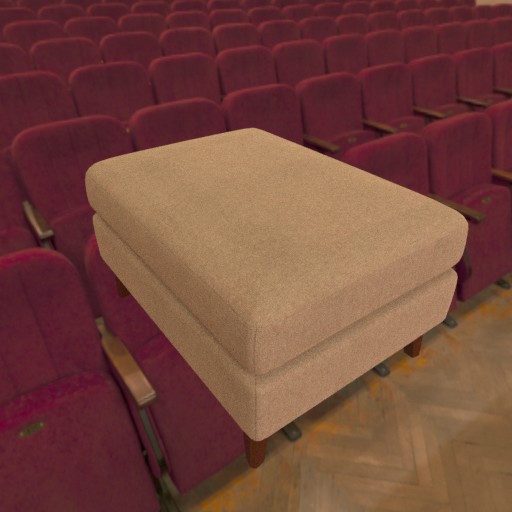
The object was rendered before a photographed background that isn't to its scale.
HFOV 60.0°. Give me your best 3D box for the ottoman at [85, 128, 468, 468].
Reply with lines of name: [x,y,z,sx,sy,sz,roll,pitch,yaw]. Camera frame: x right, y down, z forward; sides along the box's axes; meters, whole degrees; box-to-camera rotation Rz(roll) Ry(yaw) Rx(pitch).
ottoman: [0.000,0.000,1.196,0.610,0.478,0.823,-22,39,-30]
